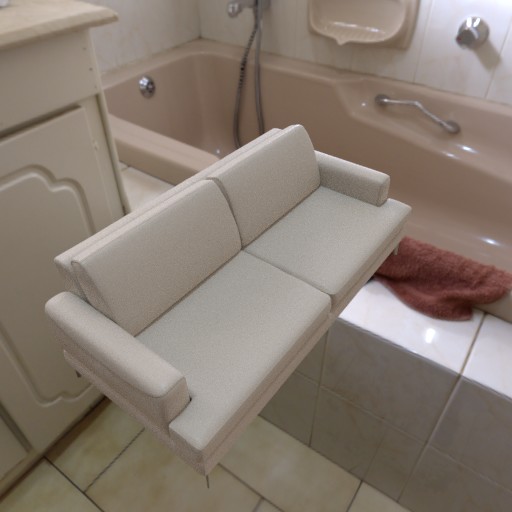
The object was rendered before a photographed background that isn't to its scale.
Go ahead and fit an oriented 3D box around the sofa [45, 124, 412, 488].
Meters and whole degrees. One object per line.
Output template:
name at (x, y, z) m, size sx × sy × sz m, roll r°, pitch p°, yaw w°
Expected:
sofa at (0.000, 0.000, 2.362) m, size 0.974 × 0.765 × 1.940 m, roll 26°, pitch 47°, yaw 27°
